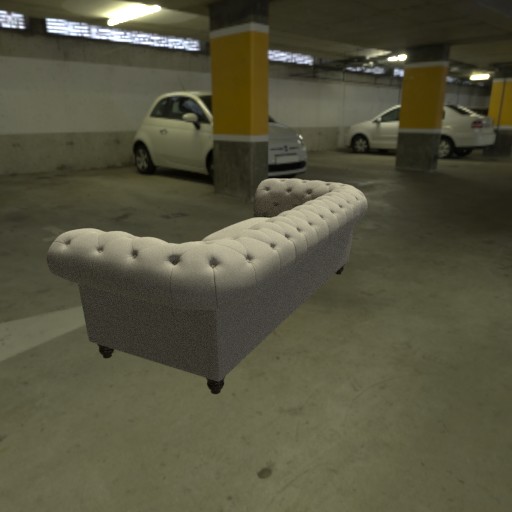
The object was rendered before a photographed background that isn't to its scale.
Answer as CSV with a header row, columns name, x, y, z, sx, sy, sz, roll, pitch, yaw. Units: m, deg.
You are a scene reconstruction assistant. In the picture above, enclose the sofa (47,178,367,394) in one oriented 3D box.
name,x,y,z,sx,sy,sz,roll,pitch,yaw
sofa,0.000,0.000,2.912,0.991,0.749,2.411,9,19,26
